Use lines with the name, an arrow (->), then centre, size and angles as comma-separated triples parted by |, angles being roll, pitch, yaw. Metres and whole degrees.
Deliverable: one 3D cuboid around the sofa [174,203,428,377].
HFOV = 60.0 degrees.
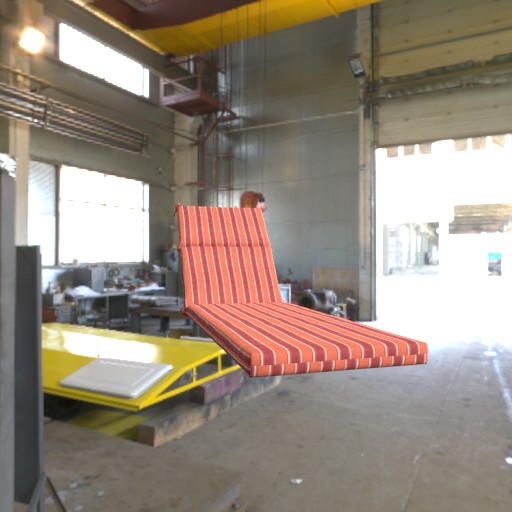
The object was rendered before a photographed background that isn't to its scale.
sofa -> 0.000, 0.000, 1.941 | 0.582, 0.622, 1.663 | 0, 0, -16
